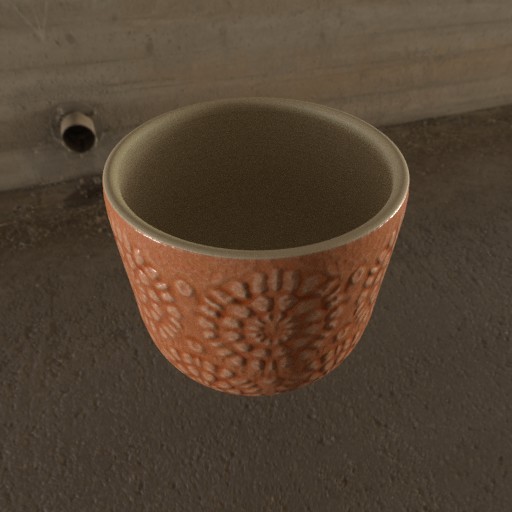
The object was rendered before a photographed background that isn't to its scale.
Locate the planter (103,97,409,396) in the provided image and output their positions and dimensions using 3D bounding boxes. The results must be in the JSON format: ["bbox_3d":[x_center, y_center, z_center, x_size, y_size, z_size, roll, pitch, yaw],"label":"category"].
[{"bbox_3d":[0.000,0.000,0.218,0.124,0.109,0.124,0,42,0],"label":"planter"}]
